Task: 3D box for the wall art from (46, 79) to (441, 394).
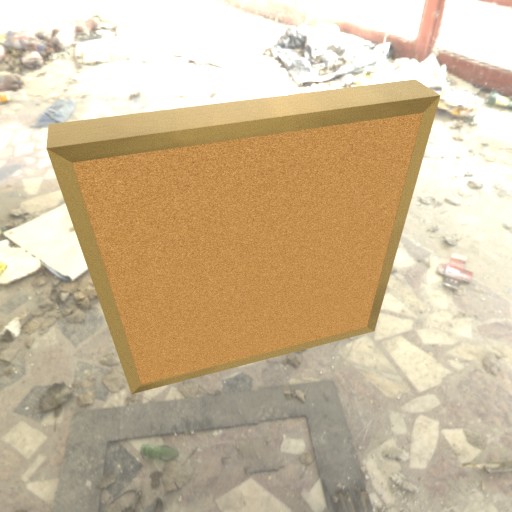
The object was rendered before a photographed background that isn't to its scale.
[{"bbox_3d":[0.000,0.000,0.444,0.304,0.305,0.038,-12,43,-13],"label":"wall art"}]
